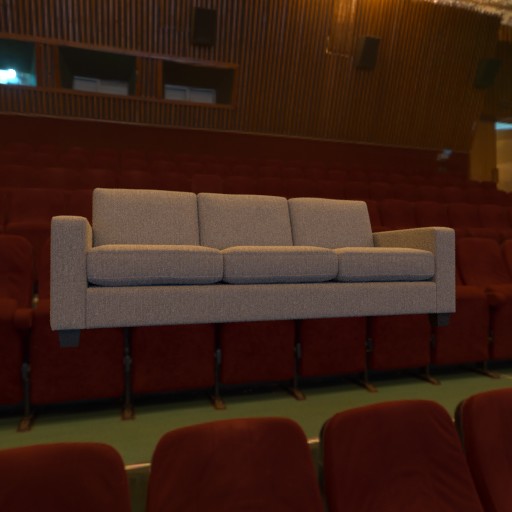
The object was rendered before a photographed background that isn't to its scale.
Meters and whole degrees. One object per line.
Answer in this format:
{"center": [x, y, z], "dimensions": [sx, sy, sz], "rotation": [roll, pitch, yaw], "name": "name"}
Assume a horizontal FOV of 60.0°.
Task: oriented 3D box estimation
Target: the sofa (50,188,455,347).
{"center": [0.000, 0.000, 2.612], "dimensions": [2.120, 0.800, 0.900], "rotation": [0, -1, -18], "name": "sofa"}
